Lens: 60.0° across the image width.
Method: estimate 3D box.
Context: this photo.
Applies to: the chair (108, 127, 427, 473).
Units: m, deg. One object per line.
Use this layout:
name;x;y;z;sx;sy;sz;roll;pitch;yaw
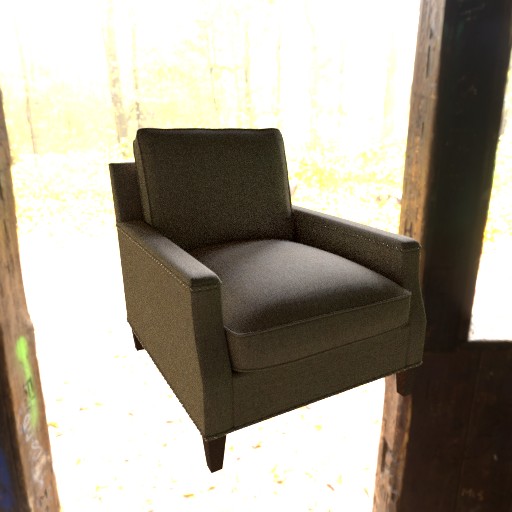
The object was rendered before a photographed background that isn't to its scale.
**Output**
chair;0.000;0.000;1.699;0.853;0.943;1.014;-9;19;-28
